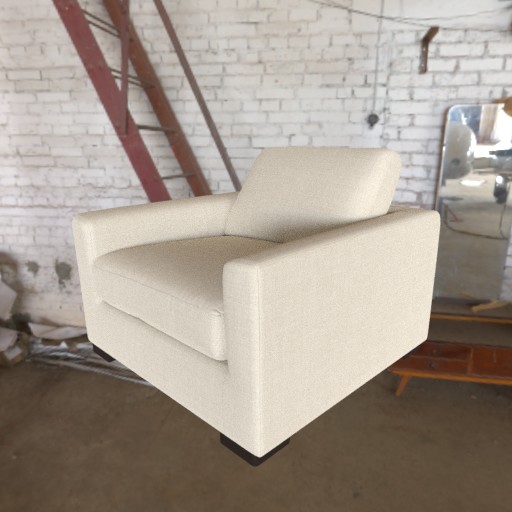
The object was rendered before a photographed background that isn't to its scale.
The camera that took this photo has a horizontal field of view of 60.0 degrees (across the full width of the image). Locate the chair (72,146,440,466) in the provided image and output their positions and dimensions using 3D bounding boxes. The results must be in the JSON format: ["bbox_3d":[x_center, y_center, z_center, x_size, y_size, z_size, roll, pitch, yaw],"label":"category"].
[{"bbox_3d":[0.000,0.000,1.847,1.070,0.876,1.100,15,21,43],"label":"chair"}]
